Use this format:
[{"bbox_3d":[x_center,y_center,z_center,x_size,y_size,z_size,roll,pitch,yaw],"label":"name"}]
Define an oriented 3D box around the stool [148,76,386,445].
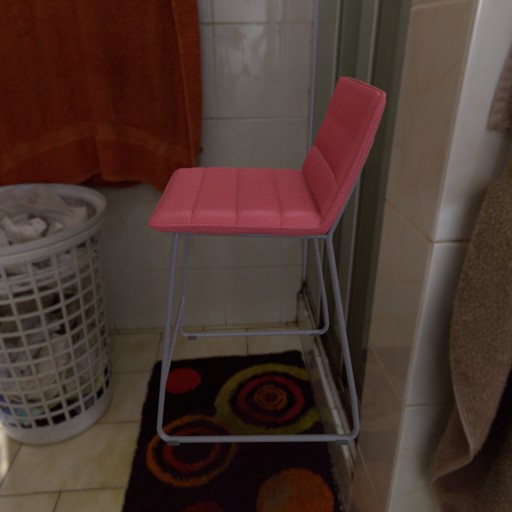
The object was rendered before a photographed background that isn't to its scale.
[{"bbox_3d":[0.000,0.000,1.176,0.524,0.866,0.489,-1,26,-1],"label":"stool"}]
